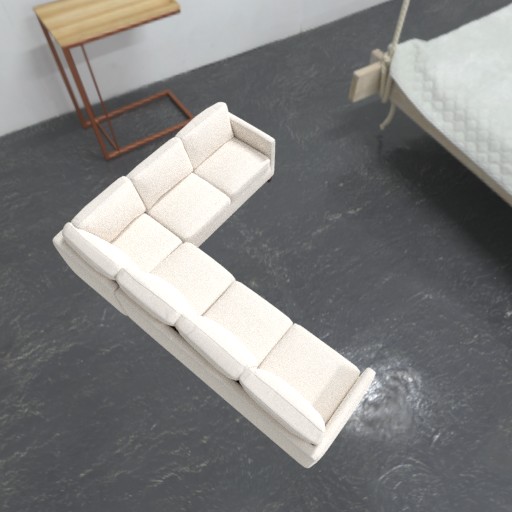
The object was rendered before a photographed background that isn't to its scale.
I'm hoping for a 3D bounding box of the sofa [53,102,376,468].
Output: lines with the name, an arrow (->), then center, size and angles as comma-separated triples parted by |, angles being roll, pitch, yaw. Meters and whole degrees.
sofa -> 0.000, 0.000, 4.659 | 3.302, 0.947, 2.593 | 35, 65, 19
